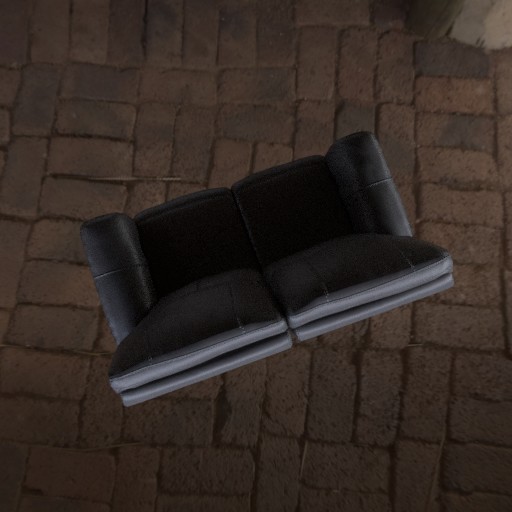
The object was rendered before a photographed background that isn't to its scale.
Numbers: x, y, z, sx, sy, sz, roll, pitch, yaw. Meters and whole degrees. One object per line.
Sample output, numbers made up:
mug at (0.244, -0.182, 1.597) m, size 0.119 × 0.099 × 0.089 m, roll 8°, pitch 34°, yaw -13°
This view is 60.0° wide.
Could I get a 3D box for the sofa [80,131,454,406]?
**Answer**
sofa at (0.000, 0.000, 2.539) m, size 1.765 × 1.111 × 1.104 m, roll -19°, pitch 77°, yaw -4°
